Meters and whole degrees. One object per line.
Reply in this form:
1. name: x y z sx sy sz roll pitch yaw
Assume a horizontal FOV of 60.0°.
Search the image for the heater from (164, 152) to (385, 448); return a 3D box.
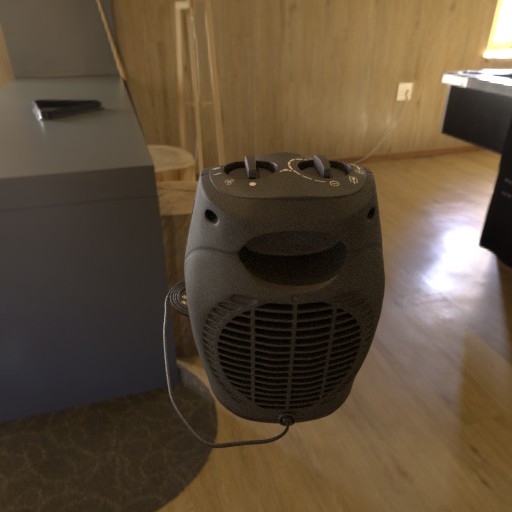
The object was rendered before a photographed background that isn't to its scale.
1. heater: 0.000 0.000 0.474 0.239 0.240 0.291 -1 29 -2
